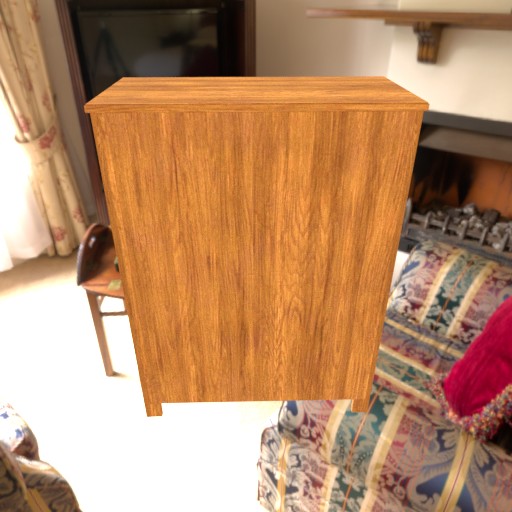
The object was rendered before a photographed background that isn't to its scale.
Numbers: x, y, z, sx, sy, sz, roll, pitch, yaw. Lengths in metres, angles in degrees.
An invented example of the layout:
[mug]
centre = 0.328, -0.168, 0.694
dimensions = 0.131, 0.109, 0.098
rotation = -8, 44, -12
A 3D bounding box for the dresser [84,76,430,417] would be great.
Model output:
[dresser]
centre = 0.000, 0.000, 1.983
dimensions = 1.081, 1.431, 0.558
rotation = -1, 31, -1
